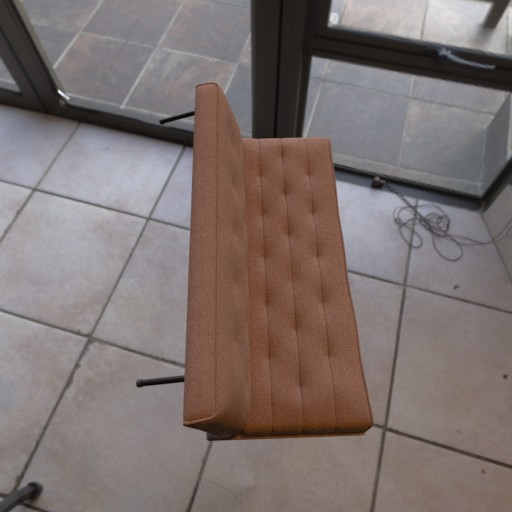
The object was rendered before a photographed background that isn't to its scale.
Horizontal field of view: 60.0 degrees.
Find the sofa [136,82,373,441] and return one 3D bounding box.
[{"bbox_3d":[0.000,0.000,2.416,1.038,0.810,1.820,-2,63,-1],"label":"sofa"}]
